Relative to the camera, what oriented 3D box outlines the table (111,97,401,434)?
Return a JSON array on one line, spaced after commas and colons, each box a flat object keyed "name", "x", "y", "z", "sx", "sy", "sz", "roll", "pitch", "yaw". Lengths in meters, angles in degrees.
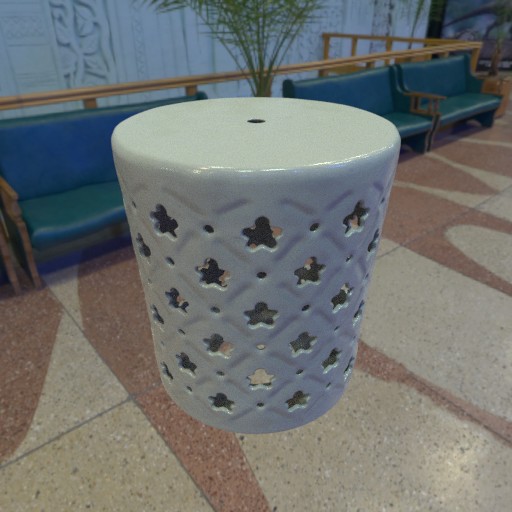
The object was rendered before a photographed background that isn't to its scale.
[{"name": "table", "x": 0.000, "y": 0.000, "z": 0.645, "sx": 0.352, "sy": 0.387, "sz": 0.352, "roll": 0, "pitch": 30, "yaw": 0}]
